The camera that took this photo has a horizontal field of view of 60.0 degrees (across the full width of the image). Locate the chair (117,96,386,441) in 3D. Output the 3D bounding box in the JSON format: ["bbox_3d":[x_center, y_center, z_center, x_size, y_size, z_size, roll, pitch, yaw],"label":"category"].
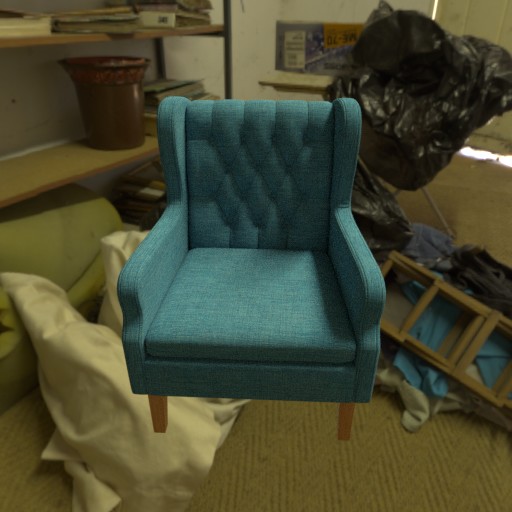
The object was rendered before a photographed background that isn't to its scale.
[{"bbox_3d":[0.000,0.000,1.513,0.711,0.952,0.775,1,30,2],"label":"chair"}]
